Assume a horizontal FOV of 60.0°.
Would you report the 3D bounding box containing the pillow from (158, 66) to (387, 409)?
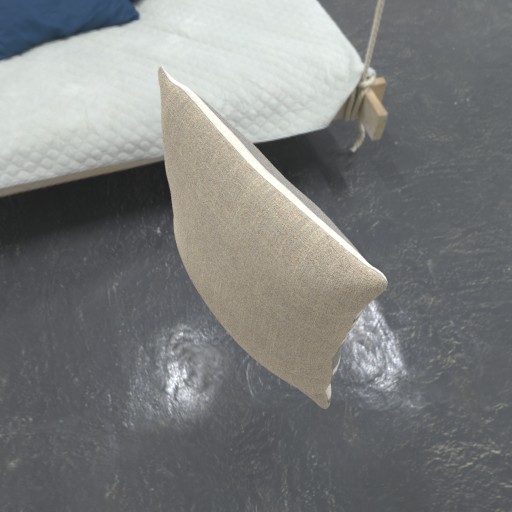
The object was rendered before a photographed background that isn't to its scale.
[{"bbox_3d":[0.000,0.000,0.691,0.182,0.440,0.439,-32,63,-18],"label":"pillow"}]
